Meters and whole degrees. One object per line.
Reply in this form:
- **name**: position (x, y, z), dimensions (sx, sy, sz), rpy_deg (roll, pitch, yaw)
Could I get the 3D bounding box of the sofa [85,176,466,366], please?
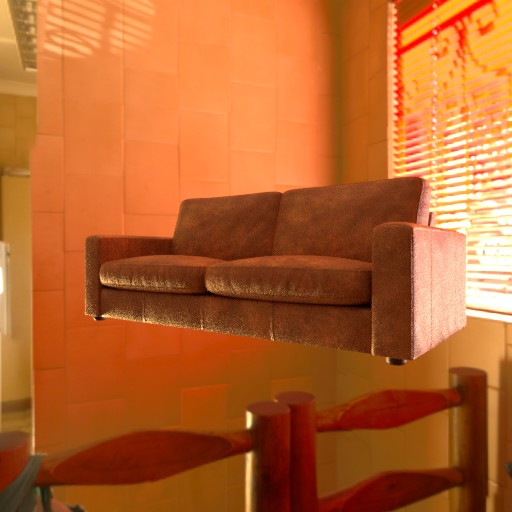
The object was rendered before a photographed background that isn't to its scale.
- **sofa**: position (0.000, 0.000, 2.706), dimensions (2.179, 0.873, 1.016), rpy_deg (0, 0, 36)
